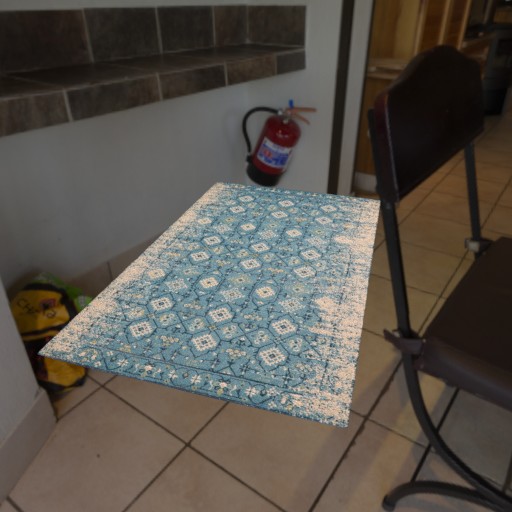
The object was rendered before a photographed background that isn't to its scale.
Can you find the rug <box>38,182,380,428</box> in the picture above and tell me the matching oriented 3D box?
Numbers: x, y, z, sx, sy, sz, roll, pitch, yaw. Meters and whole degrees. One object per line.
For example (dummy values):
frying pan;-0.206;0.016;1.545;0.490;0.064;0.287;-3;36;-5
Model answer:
rug;0.000;0.000;2.183;1.102;0.008;1.795;9;31;14
